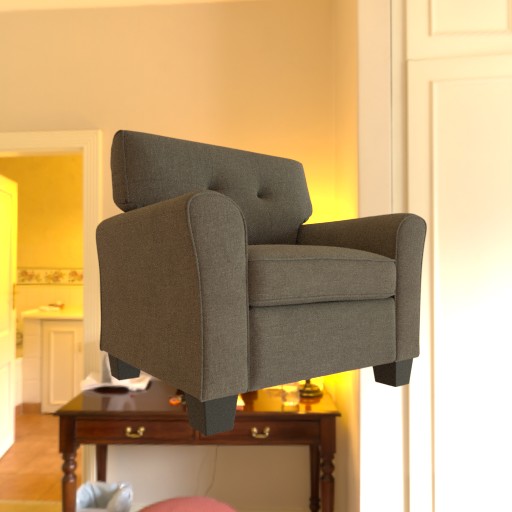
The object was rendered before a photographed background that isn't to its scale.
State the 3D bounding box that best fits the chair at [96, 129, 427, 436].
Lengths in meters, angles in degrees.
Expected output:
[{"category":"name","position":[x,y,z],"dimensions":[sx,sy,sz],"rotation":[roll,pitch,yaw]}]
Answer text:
[{"category":"chair","position":[0.000,0.000,1.597],"dimensions":[0.941,0.890,0.816],"rotation":[1,-1,-36]}]
